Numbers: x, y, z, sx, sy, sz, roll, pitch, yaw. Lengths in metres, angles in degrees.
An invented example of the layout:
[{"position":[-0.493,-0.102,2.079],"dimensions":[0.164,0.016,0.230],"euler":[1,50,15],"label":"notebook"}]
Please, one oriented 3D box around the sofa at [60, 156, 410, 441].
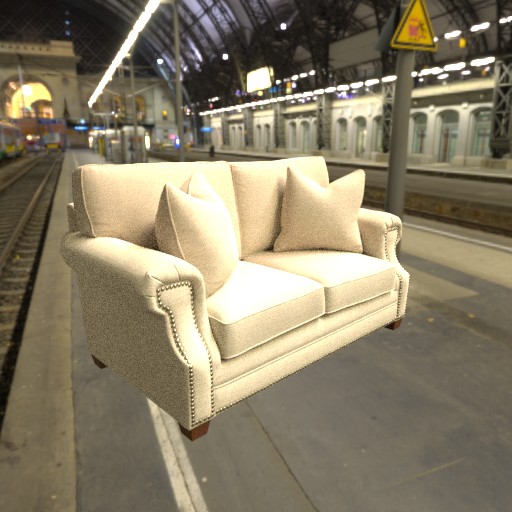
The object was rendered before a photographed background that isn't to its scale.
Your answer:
[{"position":[0.000,0.000,2.298],"dimensions":[1.701,0.966,0.966],"euler":[-14,20,-42],"label":"sofa"}]
